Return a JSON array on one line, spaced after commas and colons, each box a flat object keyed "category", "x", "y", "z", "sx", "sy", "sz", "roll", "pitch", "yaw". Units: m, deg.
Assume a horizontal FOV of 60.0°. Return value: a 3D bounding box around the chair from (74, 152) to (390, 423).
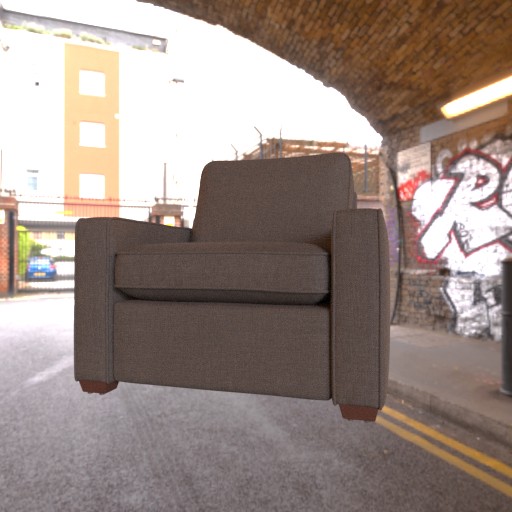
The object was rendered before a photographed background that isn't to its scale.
[{"category": "chair", "x": 0.000, "y": 0.000, "z": 1.755, "sx": 1.017, "sy": 0.919, "sz": 0.940, "roll": 0, "pitch": 0, "yaw": 17}]
